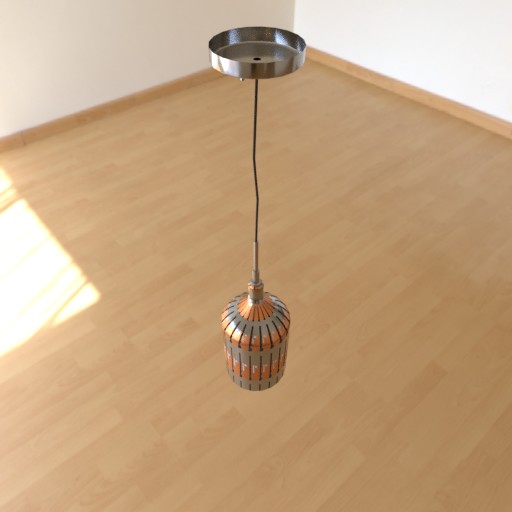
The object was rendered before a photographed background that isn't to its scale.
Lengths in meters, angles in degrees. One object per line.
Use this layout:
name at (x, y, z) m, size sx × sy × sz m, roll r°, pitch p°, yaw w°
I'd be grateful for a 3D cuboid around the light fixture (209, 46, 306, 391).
light fixture at (0.000, 0.000, 1.672) m, size 0.303 × 1.535 × 0.303 m, roll 0°, pitch 45°, yaw 0°
